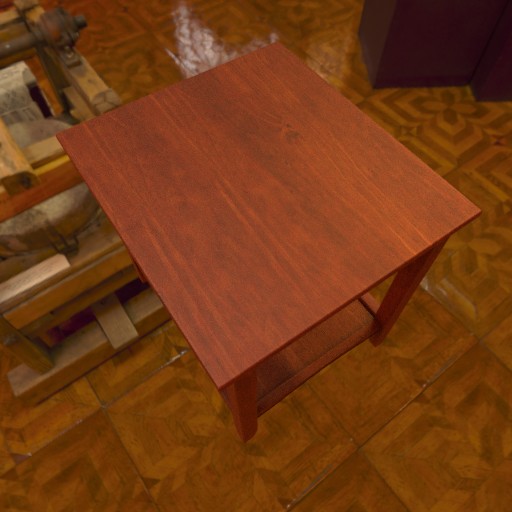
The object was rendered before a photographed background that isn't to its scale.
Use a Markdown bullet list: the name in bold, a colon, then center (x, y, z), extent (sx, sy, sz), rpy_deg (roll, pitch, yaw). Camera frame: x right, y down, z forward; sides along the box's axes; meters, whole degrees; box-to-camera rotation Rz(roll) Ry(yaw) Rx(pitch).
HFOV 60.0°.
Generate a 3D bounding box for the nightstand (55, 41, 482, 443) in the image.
- **nightstand**: center (0.000, 0.000, 0.993), extent (0.501, 0.558, 0.558), rpy_deg (-30, 63, -17)
